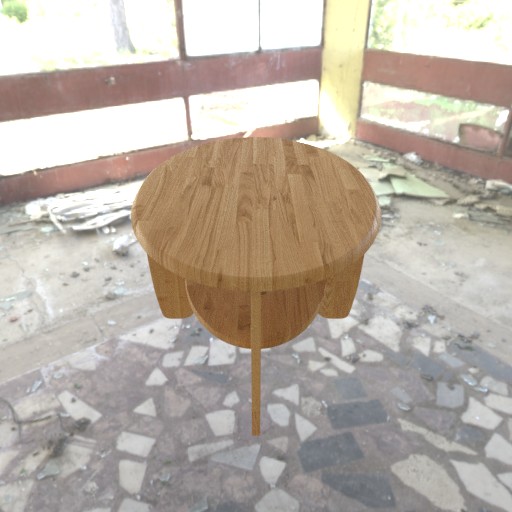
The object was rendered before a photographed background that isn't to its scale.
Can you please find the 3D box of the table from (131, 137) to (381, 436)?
[{"bbox_3d":[0.000,0.000,1.420,0.690,0.490,1.040,0,31,0],"label":"table"}]
